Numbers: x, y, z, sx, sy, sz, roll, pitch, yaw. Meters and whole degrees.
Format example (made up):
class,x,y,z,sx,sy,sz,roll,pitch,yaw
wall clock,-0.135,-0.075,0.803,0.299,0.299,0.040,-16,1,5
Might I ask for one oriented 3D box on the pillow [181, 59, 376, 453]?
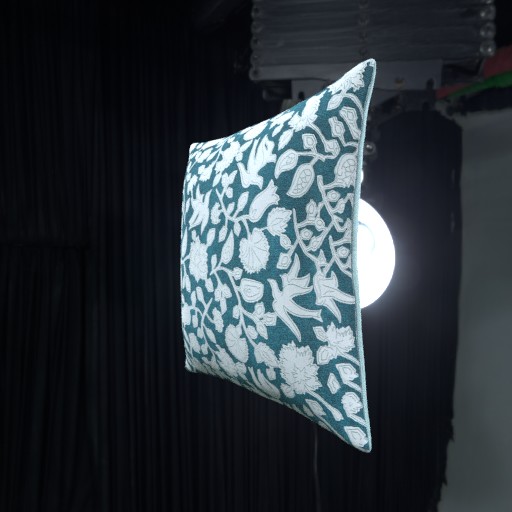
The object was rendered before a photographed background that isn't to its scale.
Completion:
class,x,y,z,sx,sy,sz,roll,pitch,yaw
pillow,0.000,0.000,0.783,0.166,0.508,0.525,0,-1,-35
